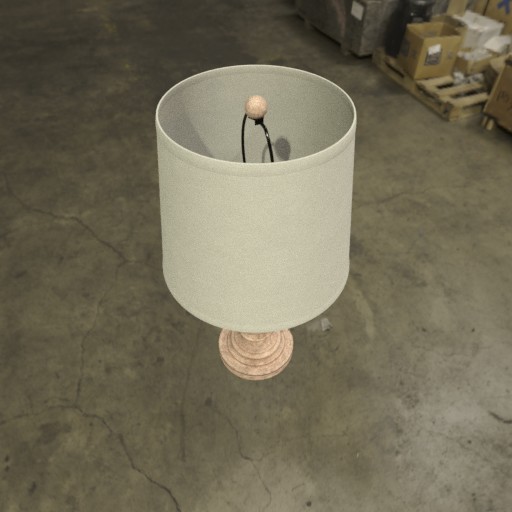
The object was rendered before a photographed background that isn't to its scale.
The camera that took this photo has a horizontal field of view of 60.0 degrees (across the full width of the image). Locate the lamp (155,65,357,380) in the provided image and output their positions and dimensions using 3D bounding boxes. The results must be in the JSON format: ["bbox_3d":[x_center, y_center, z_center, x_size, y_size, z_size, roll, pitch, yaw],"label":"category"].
[{"bbox_3d":[0.000,0.000,0.656,0.273,0.497,0.273,0,46,0],"label":"lamp"}]
